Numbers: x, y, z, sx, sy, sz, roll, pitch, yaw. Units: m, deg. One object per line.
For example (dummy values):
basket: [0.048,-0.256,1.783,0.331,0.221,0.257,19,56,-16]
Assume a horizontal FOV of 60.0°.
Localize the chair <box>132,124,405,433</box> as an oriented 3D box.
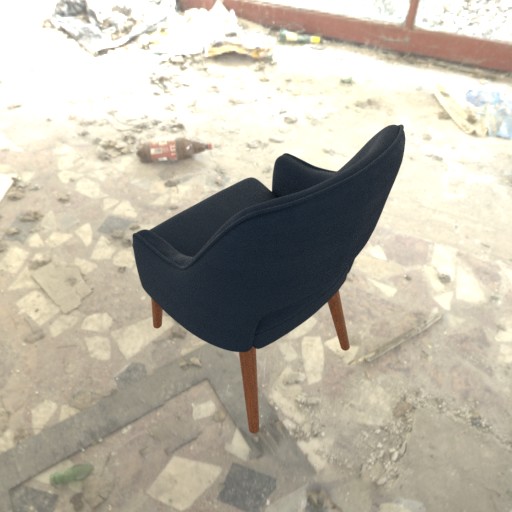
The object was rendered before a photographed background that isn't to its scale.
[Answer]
chair: [0.000,0.000,1.213,0.559,0.844,0.591,-33,55,-28]
